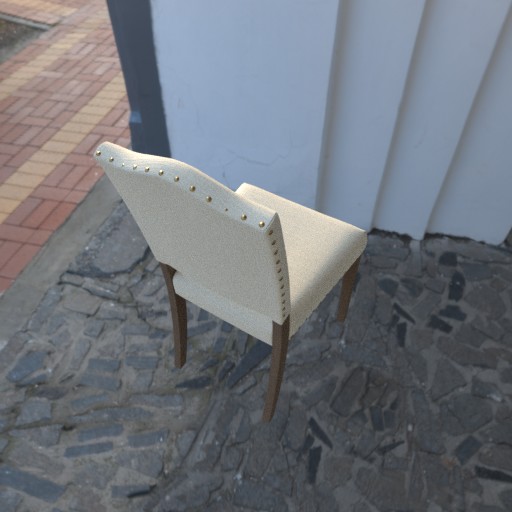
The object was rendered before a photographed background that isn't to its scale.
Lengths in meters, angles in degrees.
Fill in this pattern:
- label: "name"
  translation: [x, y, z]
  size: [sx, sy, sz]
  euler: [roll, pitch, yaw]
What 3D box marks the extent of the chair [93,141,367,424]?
- label: "chair"
  translation: [0.000, 0.000, 1.369]
  size: [0.508, 1.015, 0.619]
  euler: [25, 52, 21]
